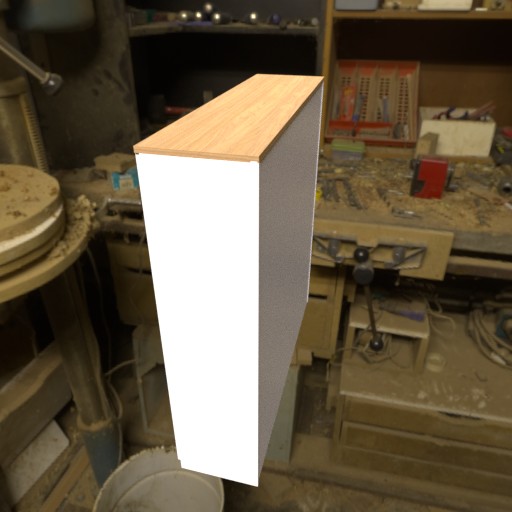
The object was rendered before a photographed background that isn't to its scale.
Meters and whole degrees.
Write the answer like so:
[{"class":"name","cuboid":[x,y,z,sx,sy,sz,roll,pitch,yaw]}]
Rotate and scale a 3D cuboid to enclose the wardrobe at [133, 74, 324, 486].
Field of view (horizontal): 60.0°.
[{"class":"wardrobe","cuboid":[0.000,0.000,3.357,0.590,2.260,2.160,8,31,13]}]
